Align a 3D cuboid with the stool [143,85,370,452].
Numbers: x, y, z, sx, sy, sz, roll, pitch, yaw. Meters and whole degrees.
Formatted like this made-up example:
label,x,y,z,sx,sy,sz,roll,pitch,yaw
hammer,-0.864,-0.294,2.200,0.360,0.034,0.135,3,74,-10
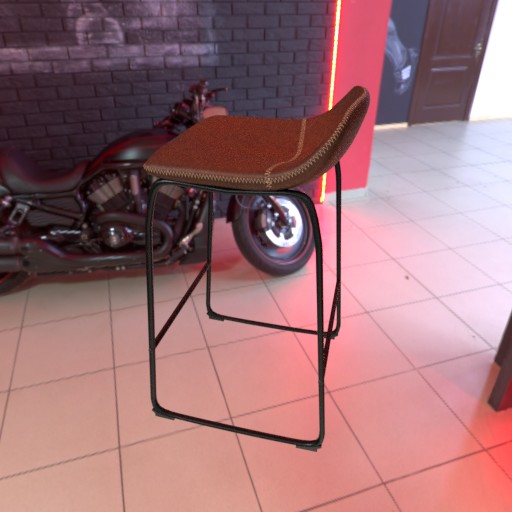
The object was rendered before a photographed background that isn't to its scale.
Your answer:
label,x,y,z,sx,sy,sz,roll,pitch,yaw
stool,0.000,0.000,1.143,0.473,0.830,0.454,8,32,12
